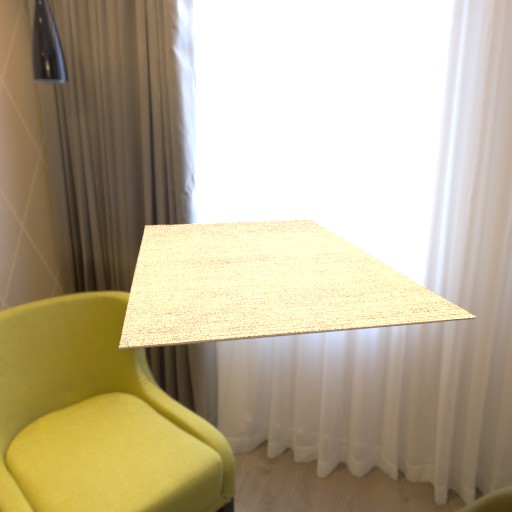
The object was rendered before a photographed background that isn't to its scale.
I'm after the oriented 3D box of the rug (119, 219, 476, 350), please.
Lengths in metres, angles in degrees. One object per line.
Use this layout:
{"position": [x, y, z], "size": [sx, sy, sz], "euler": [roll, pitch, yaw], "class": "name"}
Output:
{"position": [0.000, 0.000, 2.199], "size": [1.149, 0.021, 1.773], "euler": [-3, 16, -11], "class": "rug"}
